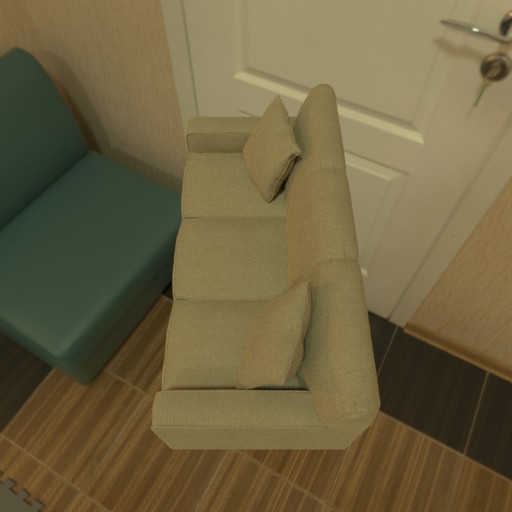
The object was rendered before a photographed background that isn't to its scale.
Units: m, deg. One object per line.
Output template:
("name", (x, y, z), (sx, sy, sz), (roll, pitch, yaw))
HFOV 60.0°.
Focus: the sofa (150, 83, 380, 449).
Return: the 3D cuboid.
("sofa", (0.000, 0.000, 2.596), (0.997, 0.958, 2.024), (0, 58, 0))
